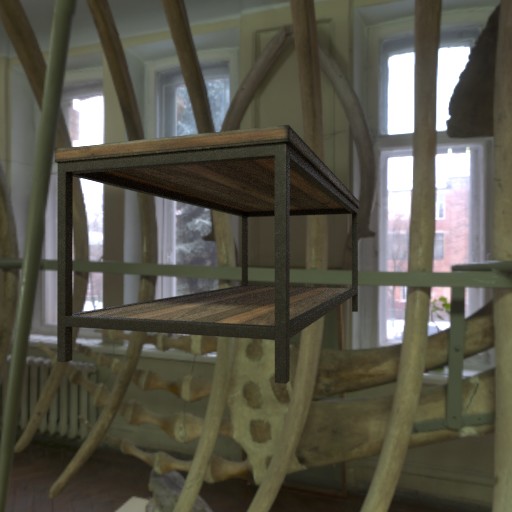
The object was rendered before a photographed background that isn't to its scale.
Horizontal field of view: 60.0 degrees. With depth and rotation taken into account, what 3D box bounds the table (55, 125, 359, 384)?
[{"bbox_3d":[0.000,0.000,1.220,0.452,0.399,0.990,0,0,19],"label":"table"}]
